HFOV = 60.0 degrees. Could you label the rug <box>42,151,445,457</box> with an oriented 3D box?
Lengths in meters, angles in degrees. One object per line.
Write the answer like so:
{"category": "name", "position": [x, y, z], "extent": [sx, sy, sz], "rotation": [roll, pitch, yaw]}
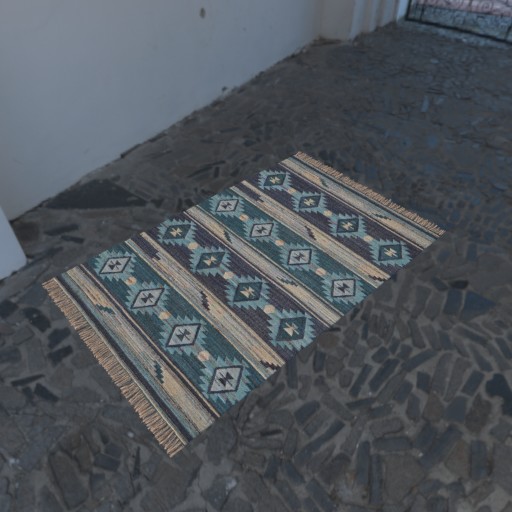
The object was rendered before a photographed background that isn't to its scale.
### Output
{"category": "rug", "position": [0.000, 0.000, 2.432], "extent": [1.936, 0.028, 1.181], "rotation": [-32, 53, -29]}
